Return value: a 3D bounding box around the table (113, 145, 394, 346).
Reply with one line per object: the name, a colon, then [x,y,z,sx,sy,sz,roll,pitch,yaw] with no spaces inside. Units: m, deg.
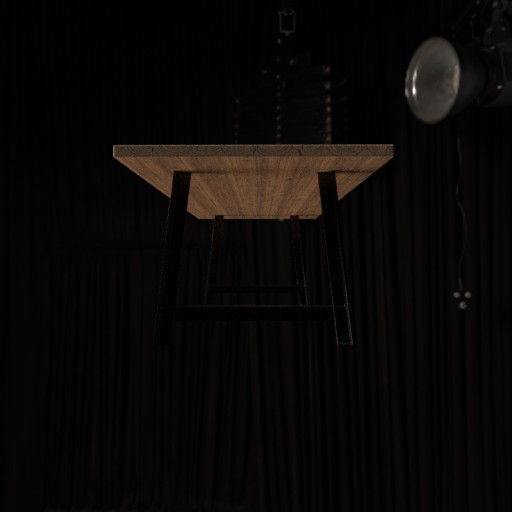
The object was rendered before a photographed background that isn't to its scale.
table: [0.000,0.000,2.668,1.000,0.757,2.200,0,-1,0]
